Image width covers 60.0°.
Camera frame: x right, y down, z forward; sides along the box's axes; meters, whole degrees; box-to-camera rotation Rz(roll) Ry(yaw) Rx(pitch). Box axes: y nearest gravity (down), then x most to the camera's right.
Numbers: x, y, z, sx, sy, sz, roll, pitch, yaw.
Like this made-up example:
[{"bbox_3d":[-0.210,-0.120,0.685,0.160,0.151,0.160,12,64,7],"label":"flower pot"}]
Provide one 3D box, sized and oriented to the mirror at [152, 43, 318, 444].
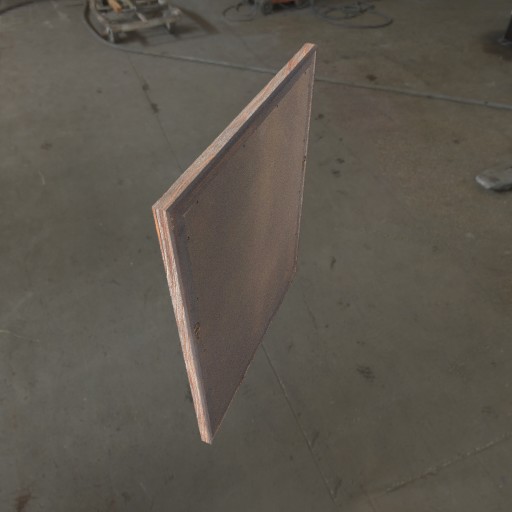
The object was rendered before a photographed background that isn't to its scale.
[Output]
[{"bbox_3d":[0.000,0.000,1.224,0.032,0.882,0.730,17,48,16],"label":"mirror"}]
